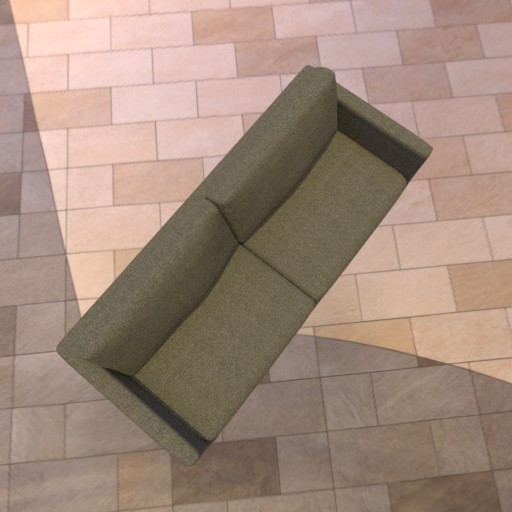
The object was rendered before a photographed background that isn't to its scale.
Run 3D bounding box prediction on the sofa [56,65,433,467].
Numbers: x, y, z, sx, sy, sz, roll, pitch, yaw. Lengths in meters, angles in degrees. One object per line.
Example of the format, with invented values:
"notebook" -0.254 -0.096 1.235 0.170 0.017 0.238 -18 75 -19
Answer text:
"sofa" 0.000 0.000 2.674 0.948 0.965 2.208 37 78 9
